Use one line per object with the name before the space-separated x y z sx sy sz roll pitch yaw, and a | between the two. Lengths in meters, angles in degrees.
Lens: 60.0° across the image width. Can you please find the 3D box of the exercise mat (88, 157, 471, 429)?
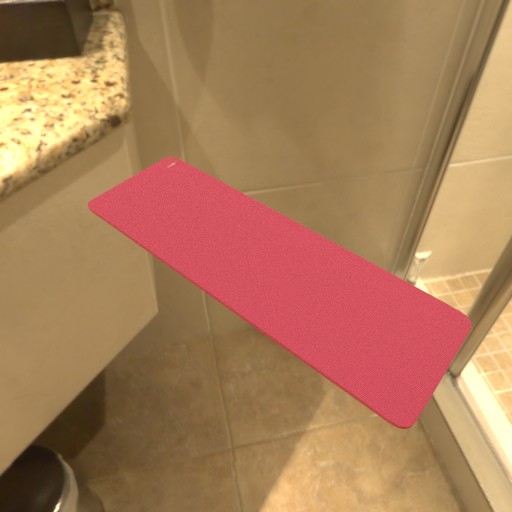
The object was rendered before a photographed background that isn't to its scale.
exercise mat | 0.000 0.000 2.097 1.884 0.021 0.616 32 54 26
